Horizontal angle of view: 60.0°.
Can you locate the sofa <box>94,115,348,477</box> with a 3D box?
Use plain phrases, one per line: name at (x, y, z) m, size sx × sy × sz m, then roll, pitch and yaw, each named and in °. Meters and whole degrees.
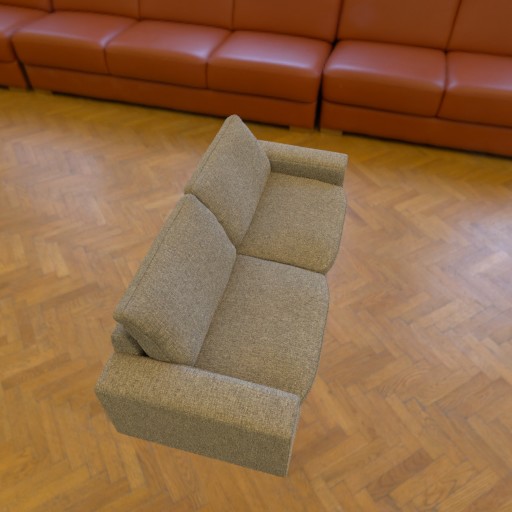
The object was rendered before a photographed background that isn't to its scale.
sofa at (0.000, 0.000, 2.881) m, size 1.040 × 0.922 × 2.299 m, roll 11°, pitch 48°, yaw 10°
